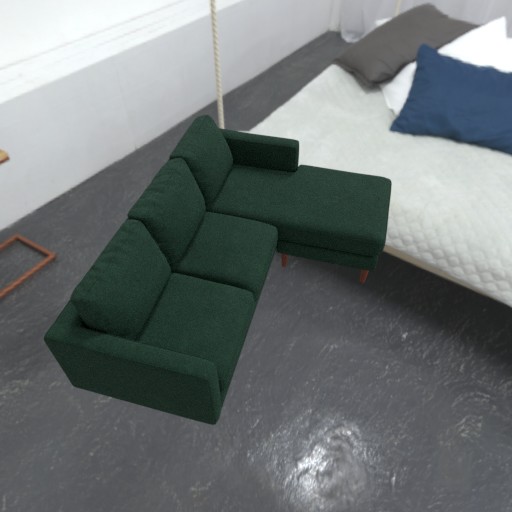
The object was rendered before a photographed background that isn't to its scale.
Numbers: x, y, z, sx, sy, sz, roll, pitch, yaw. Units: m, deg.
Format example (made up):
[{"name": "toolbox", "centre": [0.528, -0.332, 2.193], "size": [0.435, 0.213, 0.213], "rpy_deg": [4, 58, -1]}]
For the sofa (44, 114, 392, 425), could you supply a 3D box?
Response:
[{"name": "sofa", "centre": [0.000, 0.000, 2.824], "size": [1.580, 0.899, 2.030], "rpy_deg": [11, 48, 10]}]
